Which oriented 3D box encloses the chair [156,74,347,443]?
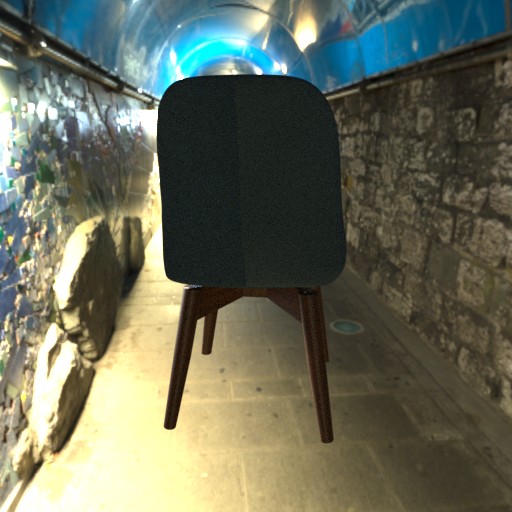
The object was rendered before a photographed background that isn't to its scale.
[{"bbox_3d":[0.000,0.000,1.245,0.503,0.882,0.589,2,15,7],"label":"chair"}]
